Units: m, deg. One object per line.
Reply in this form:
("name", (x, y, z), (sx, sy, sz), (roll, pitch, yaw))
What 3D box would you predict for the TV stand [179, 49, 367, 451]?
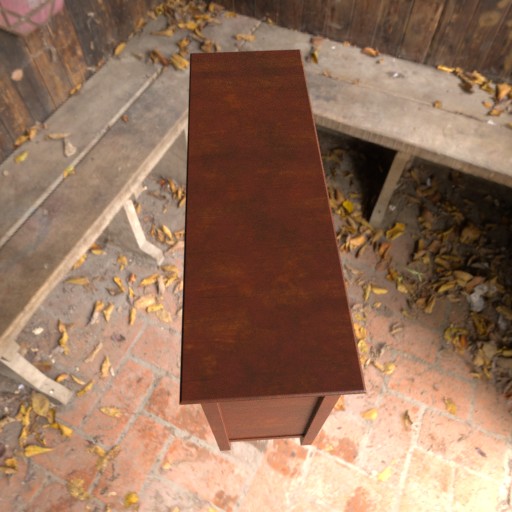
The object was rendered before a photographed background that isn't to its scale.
("TV stand", (0.000, 0.000, 1.794), (0.445, 0.915, 1.372), (-3, 58, -2))
